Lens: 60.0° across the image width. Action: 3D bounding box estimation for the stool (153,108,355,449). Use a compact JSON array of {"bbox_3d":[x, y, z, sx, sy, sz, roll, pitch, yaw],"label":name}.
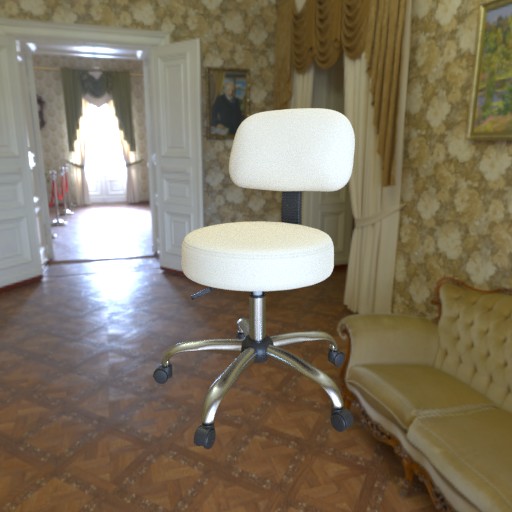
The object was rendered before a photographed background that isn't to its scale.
[{"bbox_3d":[0.000,0.000,1.212,0.609,0.810,0.616,6,15,25],"label":"stool"}]
